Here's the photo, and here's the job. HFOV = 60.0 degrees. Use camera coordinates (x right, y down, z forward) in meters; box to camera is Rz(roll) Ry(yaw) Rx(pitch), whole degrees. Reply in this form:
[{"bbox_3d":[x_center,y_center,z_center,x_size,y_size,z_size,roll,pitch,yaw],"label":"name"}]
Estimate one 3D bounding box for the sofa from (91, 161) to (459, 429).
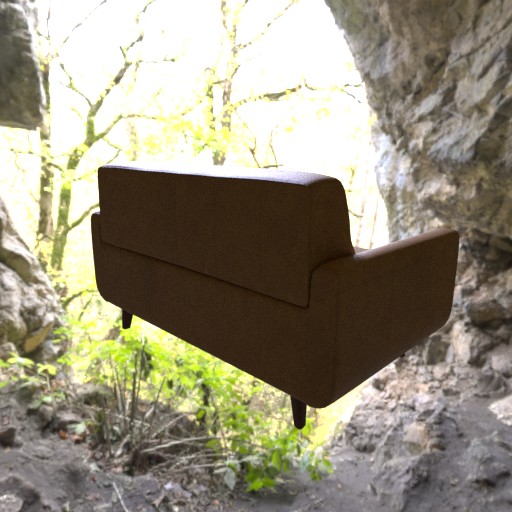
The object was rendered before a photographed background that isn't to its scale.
[{"bbox_3d":[0.000,0.000,2.236,1.651,0.925,0.952,14,20,43],"label":"sofa"}]
